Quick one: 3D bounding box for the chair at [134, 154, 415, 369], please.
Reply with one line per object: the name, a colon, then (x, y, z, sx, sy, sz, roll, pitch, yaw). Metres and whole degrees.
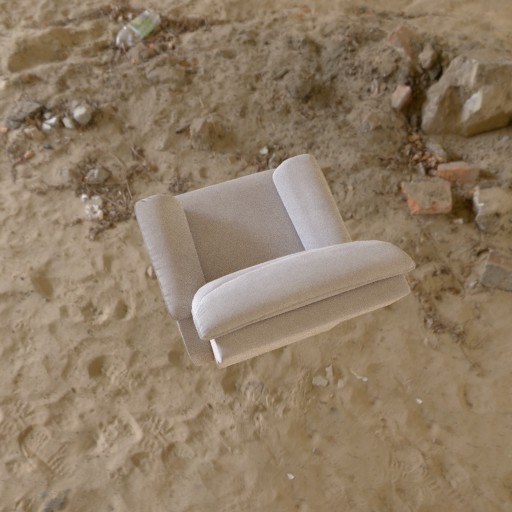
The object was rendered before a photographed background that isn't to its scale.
chair: (0.000, 0.000, 1.800, 0.820, 1.039, 1.001, -18, 61, -10)
